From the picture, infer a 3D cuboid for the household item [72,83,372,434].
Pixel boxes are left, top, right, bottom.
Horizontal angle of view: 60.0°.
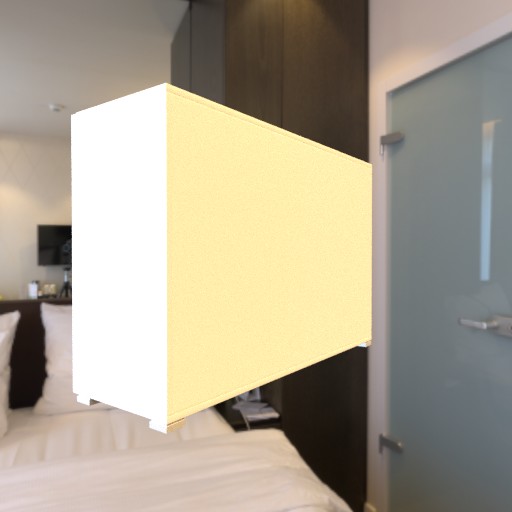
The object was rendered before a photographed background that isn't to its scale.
[{"bbox_3d":[0.000,0.000,1.740,0.420,0.867,1.300,1,1,37],"label":"household item"}]
